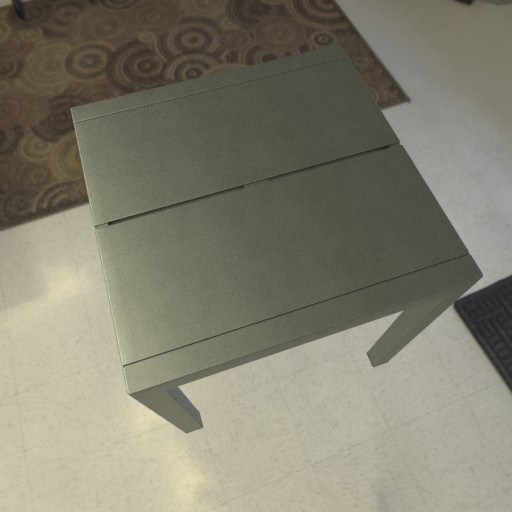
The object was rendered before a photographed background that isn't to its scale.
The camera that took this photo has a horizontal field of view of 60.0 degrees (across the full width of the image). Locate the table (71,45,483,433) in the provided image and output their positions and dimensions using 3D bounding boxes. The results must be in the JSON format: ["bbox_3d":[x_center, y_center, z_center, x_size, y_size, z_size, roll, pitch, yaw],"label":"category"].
[{"bbox_3d":[0.000,0.000,0.919,0.508,0.508,0.508,-17,64,-8],"label":"table"}]
